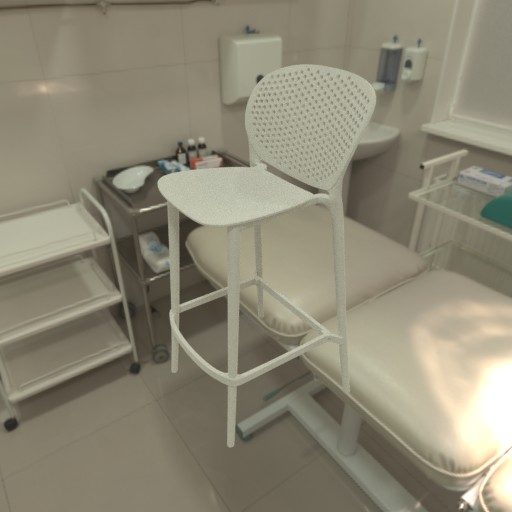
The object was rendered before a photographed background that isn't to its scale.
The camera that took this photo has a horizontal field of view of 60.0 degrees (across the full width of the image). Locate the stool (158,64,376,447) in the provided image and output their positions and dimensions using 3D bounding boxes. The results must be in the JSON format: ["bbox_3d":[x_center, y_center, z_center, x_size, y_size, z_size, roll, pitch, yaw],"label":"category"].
[{"bbox_3d":[0.000,0.000,1.380,0.535,1.045,0.536,-21,38,-30],"label":"stool"}]
